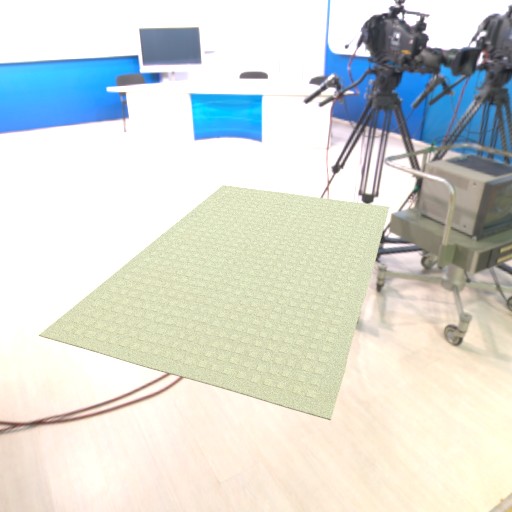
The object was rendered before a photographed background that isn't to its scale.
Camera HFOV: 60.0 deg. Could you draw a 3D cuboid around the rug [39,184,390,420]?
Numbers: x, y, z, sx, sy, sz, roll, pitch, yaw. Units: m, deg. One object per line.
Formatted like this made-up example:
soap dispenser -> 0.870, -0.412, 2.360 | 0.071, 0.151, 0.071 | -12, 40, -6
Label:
rug -> 0.000, 0.000, 2.242 | 1.143, 0.006, 1.747 | 10, 31, 18
